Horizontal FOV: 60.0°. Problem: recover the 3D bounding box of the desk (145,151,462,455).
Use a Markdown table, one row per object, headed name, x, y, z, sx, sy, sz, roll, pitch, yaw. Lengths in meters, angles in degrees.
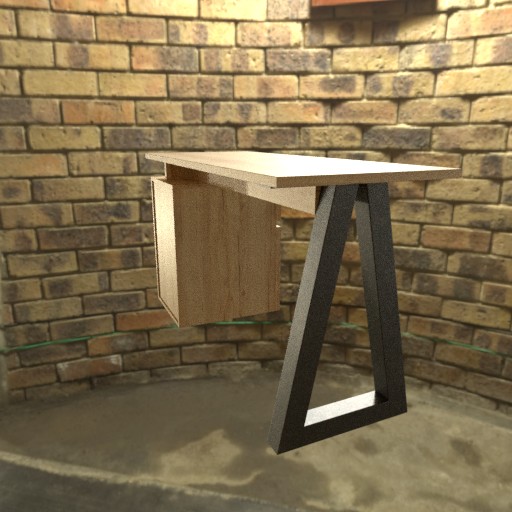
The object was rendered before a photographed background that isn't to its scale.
| name | x | y | z | sx | sy | sz | roll | pitch | yaw |
| --- | --- | --- | --- | --- | --- | --- | --- | --- | --- |
| desk | 0.000 | 0.000 | 1.769 | 0.550 | 0.760 | 1.400 | -7 | 17 | -24 |
